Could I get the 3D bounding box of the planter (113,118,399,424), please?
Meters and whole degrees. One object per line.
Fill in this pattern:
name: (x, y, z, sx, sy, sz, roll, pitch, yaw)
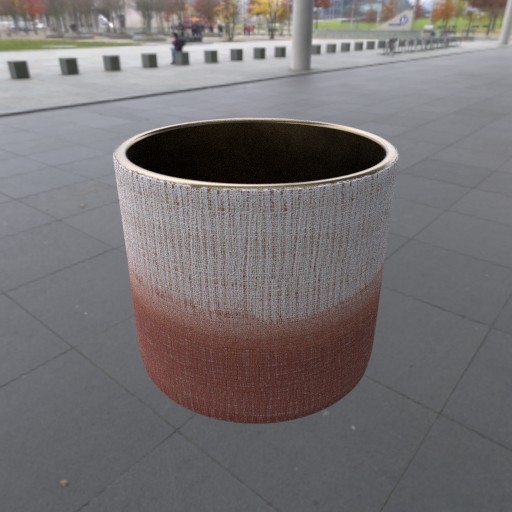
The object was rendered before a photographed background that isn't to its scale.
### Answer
planter: (0.000, 0.000, 0.394, 0.221, 0.201, 0.221, 0, 28, 0)
